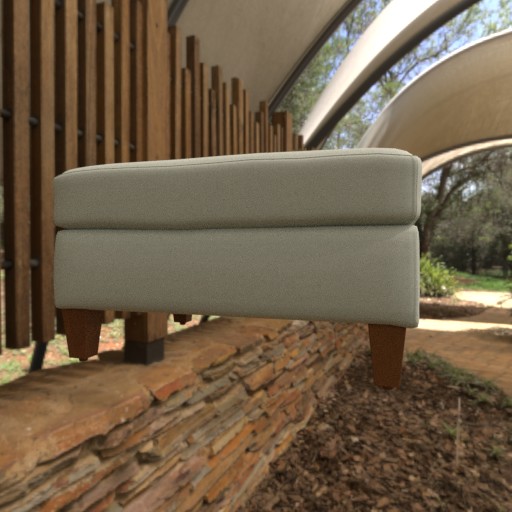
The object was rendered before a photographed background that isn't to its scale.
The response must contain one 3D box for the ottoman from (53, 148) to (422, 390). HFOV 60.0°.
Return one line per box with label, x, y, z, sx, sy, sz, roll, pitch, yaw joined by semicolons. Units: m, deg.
ottoman;0.000;0.000;1.198;0.818;0.496;0.634;0;1;18
